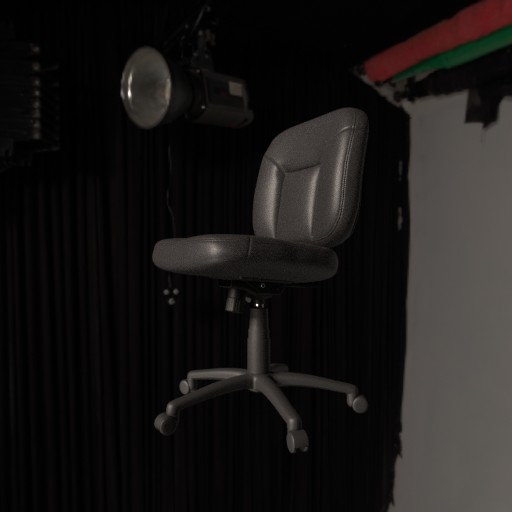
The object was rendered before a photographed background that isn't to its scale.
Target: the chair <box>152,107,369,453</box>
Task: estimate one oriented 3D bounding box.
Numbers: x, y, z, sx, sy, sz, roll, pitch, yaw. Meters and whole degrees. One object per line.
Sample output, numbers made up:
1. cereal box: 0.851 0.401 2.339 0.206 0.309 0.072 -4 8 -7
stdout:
1. chair: 0.000 0.000 1.374 0.646 0.959 0.647 1 -1 -35
